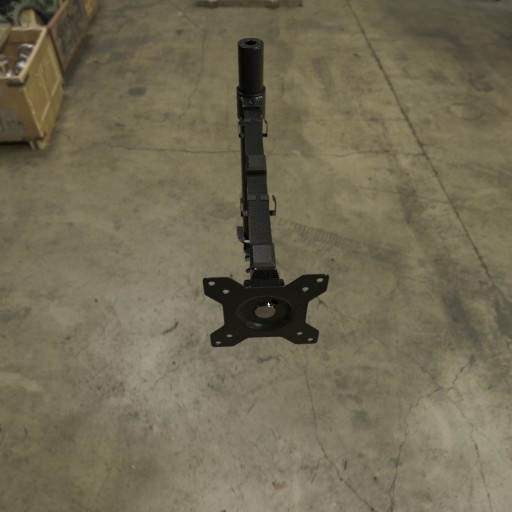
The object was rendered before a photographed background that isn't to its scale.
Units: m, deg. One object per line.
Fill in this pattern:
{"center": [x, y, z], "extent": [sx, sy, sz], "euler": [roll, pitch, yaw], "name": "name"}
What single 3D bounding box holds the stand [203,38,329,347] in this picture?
{"center": [0.000, 0.000, 0.709], "extent": [0.115, 0.510, 0.456], "euler": [-2, 47, -2], "name": "stand"}
